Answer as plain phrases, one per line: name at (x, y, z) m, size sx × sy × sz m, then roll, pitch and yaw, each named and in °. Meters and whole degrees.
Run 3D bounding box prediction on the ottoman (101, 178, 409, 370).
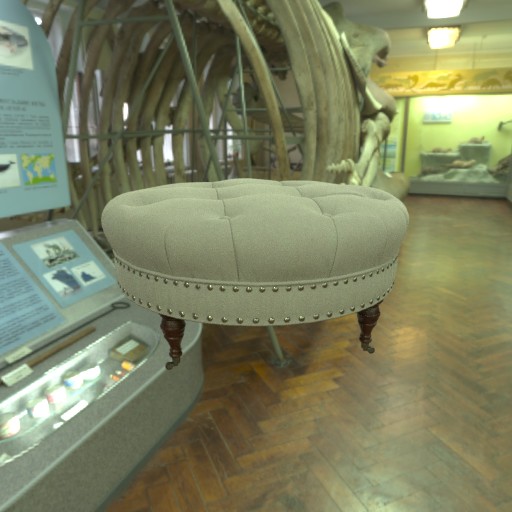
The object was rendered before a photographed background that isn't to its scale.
ottoman at (0.000, 0.000, 1.401) m, size 0.901 × 0.439 × 0.901 m, roll 0°, pitch 16°, yaw 0°
